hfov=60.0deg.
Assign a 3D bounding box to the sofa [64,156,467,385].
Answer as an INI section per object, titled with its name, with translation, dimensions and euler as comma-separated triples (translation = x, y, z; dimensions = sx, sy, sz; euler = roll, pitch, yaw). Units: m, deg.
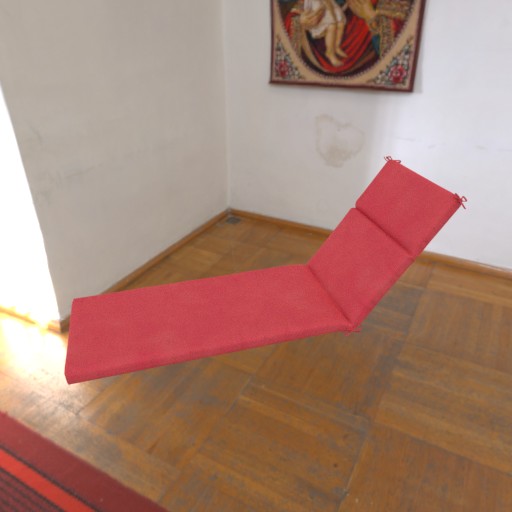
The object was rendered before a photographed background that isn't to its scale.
[sofa]
translation = 0.000, 0.000, 1.957
dimensions = 1.663, 0.622, 0.582
euler = -8, 31, -14
